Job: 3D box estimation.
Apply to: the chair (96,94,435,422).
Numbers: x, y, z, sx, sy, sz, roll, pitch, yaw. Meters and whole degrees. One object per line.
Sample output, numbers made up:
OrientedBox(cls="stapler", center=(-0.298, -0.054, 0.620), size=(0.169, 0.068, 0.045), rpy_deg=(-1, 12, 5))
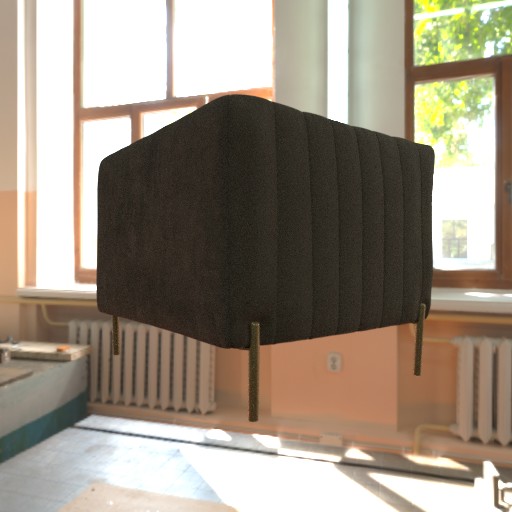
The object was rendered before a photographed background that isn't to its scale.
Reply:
OrientedBox(cls="chair", center=(0.000, 0.000, 1.614), size=(0.873, 0.779, 0.981), rpy_deg=(0, 0, -38))
